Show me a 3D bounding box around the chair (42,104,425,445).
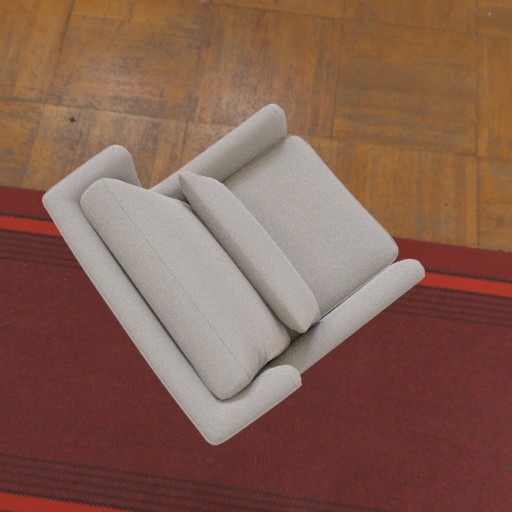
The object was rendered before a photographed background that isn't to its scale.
[{"bbox_3d":[0.000,0.000,1.854,1.040,1.056,0.982,-37,78,-9],"label":"chair"}]
